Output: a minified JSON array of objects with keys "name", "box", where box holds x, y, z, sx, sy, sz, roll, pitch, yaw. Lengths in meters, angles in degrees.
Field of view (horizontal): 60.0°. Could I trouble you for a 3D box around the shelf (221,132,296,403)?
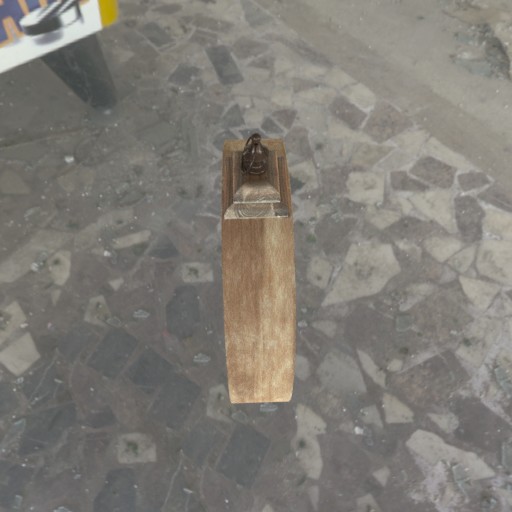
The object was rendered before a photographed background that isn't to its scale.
[{"name":"shelf","box":[0.000,0.000,1.003,0.125,0.725,0.601,-2,58,-1]}]
